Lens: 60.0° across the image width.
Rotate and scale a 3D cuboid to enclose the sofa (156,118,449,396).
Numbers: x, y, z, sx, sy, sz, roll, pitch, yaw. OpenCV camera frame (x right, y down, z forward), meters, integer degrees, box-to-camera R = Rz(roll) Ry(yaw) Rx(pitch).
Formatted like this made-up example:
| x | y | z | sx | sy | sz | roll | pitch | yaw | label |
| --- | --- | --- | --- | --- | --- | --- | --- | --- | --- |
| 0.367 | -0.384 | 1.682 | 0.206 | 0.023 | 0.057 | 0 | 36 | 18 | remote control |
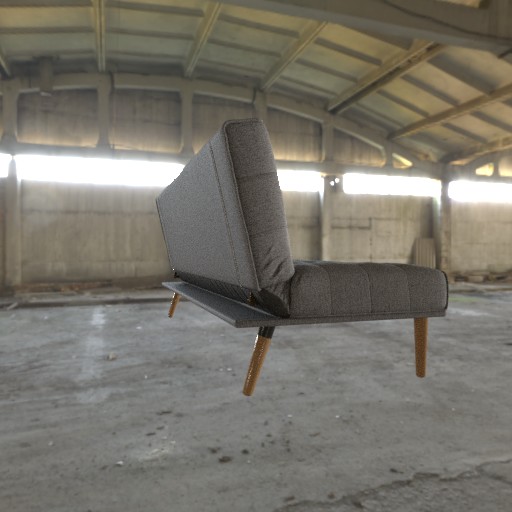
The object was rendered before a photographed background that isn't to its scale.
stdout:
| x | y | z | sx | sy | sz | roll | pitch | yaw | label |
| --- | --- | --- | --- | --- | --- | --- | --- | --- | --- |
| 0.000 | 0.000 | 2.239 | 0.810 | 0.830 | 1.820 | 0 | 0 | -19 | sofa |
